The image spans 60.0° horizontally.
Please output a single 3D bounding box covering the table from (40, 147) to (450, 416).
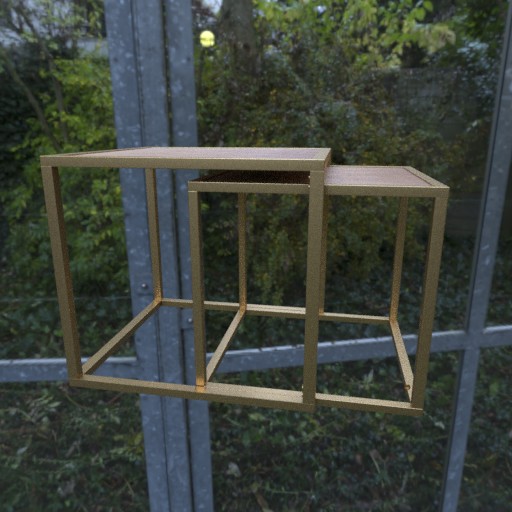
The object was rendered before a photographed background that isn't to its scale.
[{"bbox_3d":[0.000,0.000,1.098,0.762,0.505,0.505,3,16,10],"label":"table"}]
